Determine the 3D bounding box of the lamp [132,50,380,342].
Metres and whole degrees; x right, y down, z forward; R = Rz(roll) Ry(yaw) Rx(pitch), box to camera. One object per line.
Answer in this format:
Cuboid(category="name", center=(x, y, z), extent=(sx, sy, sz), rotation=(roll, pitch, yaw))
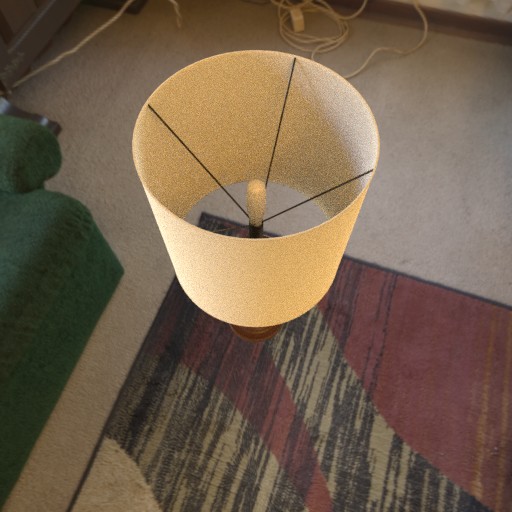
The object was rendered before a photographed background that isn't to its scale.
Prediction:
Cuboid(category="lamp", center=(0.000, 0.000, 0.579), extent=(0.208, 0.455, 0.208), rotation=(1, 63, 0))
